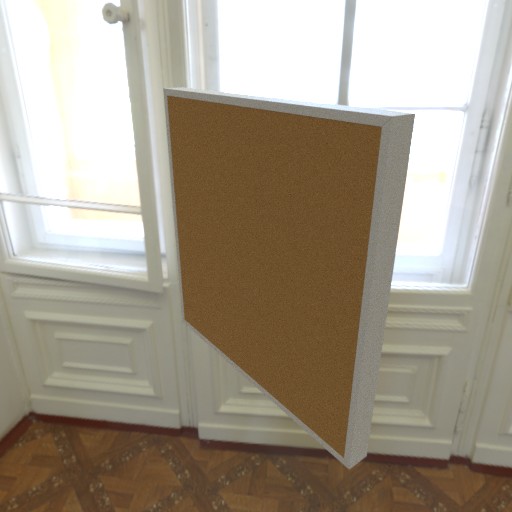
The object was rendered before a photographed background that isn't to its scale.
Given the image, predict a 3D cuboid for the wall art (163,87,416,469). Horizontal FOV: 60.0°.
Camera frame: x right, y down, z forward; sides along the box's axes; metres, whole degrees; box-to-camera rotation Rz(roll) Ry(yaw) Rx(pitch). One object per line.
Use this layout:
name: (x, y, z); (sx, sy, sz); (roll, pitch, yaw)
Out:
wall art: (0.000, 0.000, 0.450); (0.024, 0.304, 0.304); (-18, 30, -34)
